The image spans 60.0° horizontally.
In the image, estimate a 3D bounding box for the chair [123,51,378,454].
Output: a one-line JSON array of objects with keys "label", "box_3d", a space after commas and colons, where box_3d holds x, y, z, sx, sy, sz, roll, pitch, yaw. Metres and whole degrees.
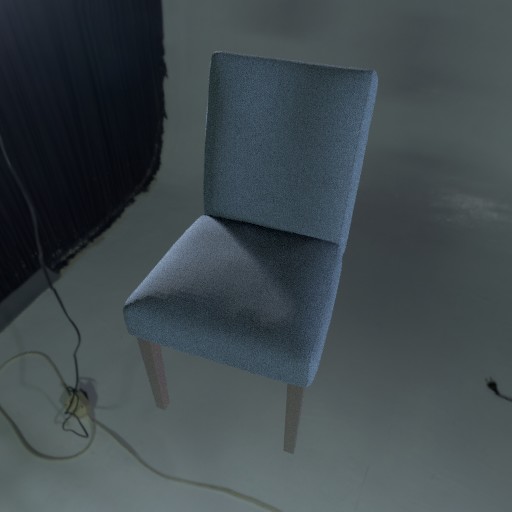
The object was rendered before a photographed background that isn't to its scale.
[{"label": "chair", "box_3d": [0.000, 0.000, 1.228, 0.487, 0.882, 0.629, 13, 44, 14]}]
